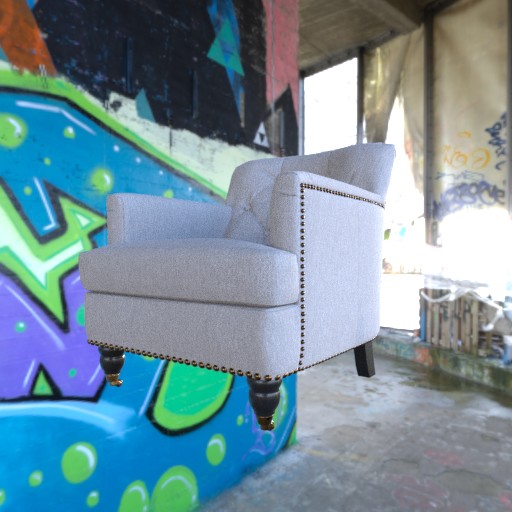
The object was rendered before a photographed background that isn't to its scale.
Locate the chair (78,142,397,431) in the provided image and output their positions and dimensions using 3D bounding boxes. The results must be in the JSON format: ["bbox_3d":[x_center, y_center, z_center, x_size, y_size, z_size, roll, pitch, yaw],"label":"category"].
[{"bbox_3d":[0.000,0.000,1.492,0.737,0.823,0.902,0,1,36],"label":"chair"}]
